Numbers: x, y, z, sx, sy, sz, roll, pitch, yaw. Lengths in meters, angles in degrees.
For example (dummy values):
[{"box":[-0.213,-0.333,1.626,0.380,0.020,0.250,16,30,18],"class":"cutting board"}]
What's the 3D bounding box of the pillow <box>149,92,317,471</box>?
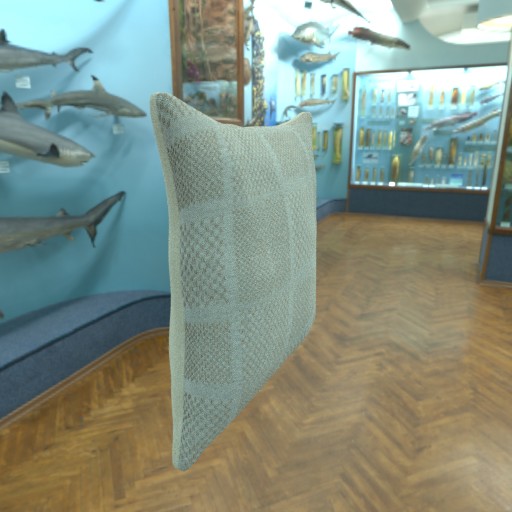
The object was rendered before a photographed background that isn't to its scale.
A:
[{"box":[0.000,0.000,0.667,0.138,0.432,0.436,7,17,25],"class":"pillow"}]
